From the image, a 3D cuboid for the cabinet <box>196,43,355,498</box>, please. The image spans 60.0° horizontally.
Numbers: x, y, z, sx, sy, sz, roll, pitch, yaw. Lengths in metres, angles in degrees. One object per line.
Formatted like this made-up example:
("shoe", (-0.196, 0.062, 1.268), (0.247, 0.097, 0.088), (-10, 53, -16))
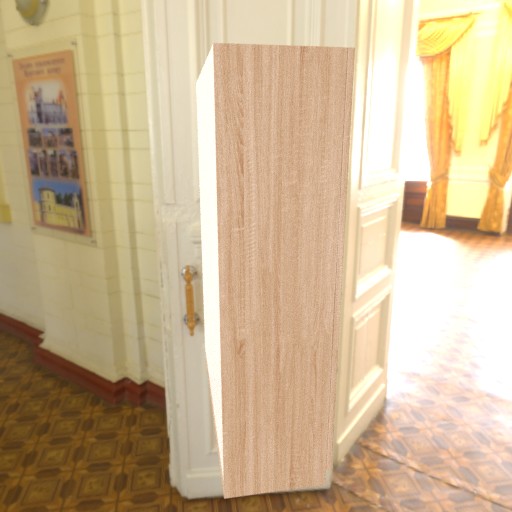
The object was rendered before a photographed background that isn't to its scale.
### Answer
("cabinet", (0.000, 0.000, 2.724), (0.590, 2.120, 1.500), (-3, 16, -10))
